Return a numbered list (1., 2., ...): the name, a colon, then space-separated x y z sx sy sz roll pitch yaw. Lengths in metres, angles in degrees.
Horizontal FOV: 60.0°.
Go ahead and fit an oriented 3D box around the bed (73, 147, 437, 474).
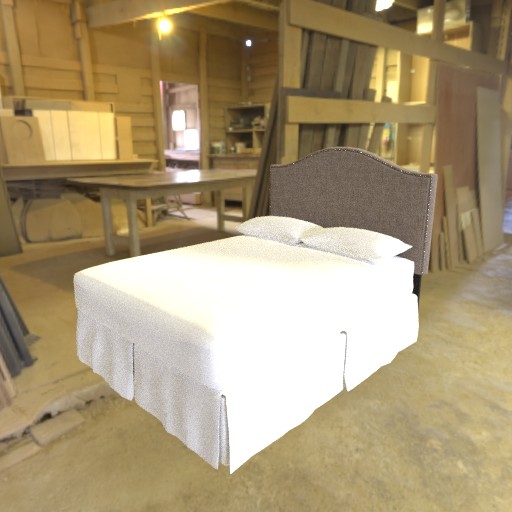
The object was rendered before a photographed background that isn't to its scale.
1. bed: 0.000 0.000 3.229 1.713 1.518 2.153 14 21 43
